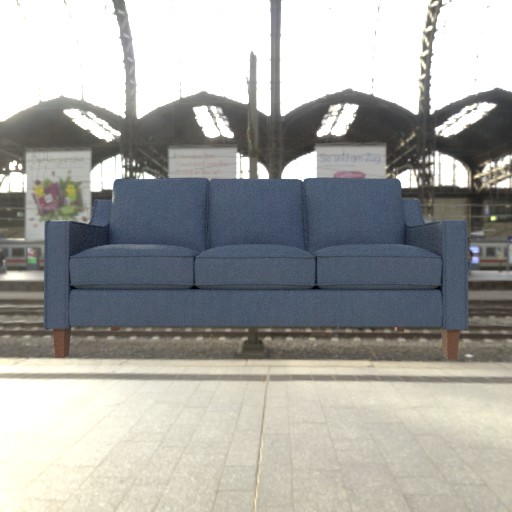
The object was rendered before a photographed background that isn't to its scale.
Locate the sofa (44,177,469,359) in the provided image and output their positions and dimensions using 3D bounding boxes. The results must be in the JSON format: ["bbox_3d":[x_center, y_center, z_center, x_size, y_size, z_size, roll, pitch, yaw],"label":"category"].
[{"bbox_3d":[0.000,0.000,2.502,1.986,0.974,0.911,0,0,1],"label":"sofa"}]
